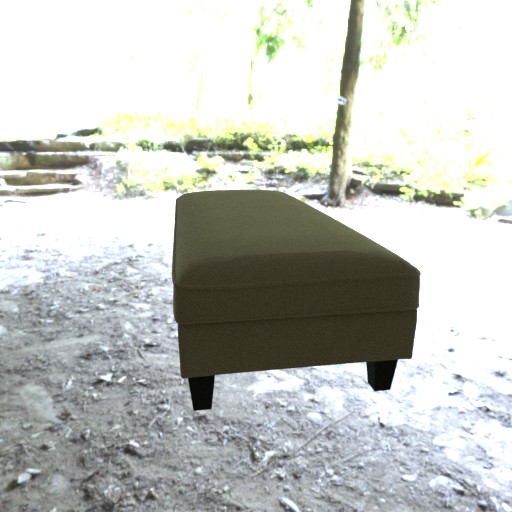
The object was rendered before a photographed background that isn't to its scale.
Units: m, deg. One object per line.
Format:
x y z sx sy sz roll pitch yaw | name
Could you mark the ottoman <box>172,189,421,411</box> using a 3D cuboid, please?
0.000 0.000 2.033 0.735 0.460 1.726 -3 15 -9 | ottoman
